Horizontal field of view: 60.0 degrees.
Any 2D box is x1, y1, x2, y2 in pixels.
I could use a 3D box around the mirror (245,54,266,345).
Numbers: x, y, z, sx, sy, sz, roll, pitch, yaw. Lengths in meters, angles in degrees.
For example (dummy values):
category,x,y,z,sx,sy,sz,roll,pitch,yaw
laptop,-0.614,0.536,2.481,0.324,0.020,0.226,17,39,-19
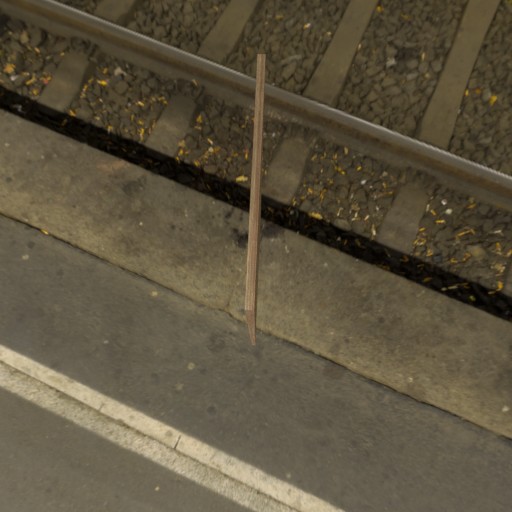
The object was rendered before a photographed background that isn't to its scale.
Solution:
category,x,y,z,sx,sy,sz,roll,pitch,yaw
mirror,0.000,0.000,2.292,0.025,2.032,0.812,2,76,1
